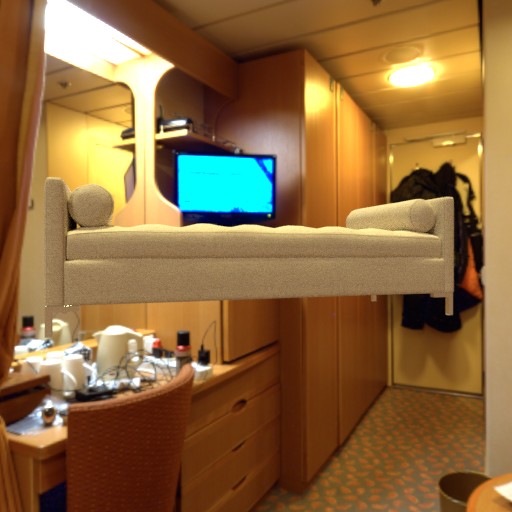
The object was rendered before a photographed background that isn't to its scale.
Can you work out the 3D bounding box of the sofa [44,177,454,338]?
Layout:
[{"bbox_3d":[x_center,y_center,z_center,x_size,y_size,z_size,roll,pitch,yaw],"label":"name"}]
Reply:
[{"bbox_3d":[0.000,0.000,2.498,2.102,0.655,0.797,0,0,-19],"label":"sofa"}]
